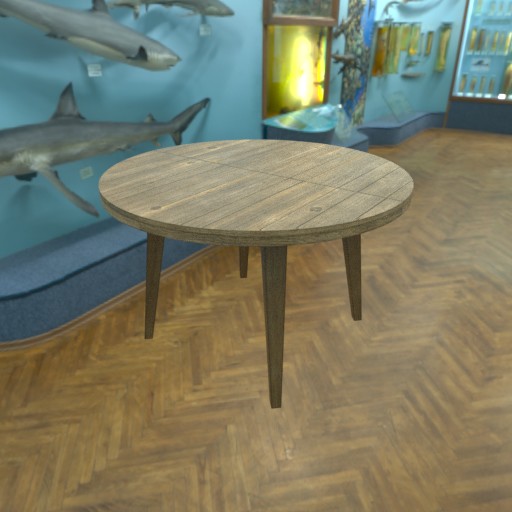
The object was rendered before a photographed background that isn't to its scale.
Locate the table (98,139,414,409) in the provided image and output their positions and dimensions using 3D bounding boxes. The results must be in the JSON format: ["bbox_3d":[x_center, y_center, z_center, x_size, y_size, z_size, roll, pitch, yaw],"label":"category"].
[{"bbox_3d":[0.000,0.000,1.960,1.213,0.764,1.213,0,27,0],"label":"table"}]
